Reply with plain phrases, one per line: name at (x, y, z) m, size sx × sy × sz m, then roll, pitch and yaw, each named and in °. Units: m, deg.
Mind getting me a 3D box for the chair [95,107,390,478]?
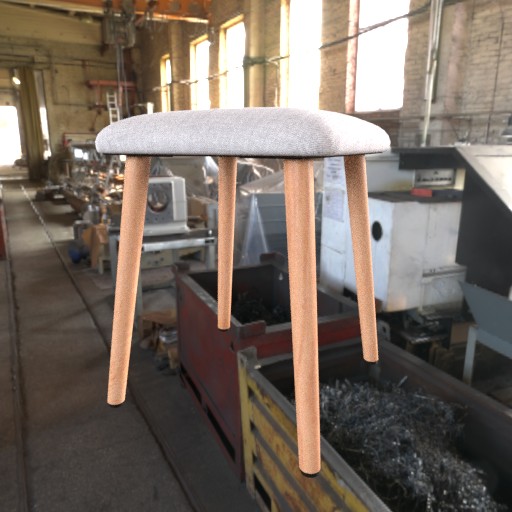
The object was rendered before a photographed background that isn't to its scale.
chair at (0.000, 0.000, 0.704) m, size 0.350 × 0.440 × 0.350 m, roll 7°, pitch 16°, yaw 26°
